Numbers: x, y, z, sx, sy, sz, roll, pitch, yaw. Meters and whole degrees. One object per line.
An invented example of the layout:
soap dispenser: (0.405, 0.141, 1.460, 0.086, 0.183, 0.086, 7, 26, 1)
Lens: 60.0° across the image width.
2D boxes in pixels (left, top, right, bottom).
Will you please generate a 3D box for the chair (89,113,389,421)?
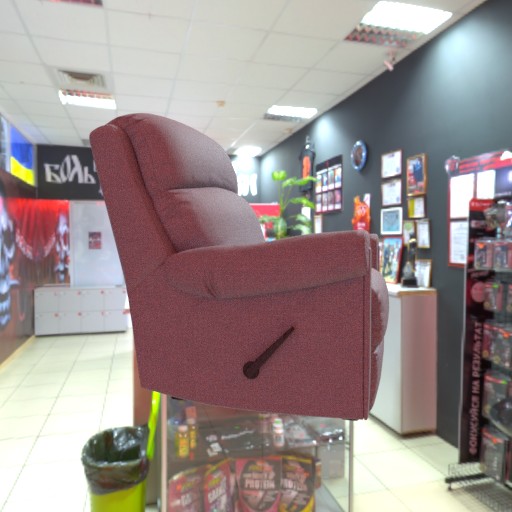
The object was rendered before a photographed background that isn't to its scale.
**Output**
chair: (0.000, 0.000, 1.759, 1.014, 1.054, 0.838, 1, 2, 17)
